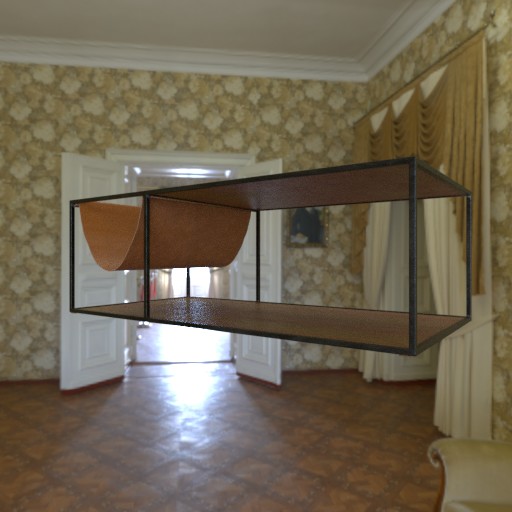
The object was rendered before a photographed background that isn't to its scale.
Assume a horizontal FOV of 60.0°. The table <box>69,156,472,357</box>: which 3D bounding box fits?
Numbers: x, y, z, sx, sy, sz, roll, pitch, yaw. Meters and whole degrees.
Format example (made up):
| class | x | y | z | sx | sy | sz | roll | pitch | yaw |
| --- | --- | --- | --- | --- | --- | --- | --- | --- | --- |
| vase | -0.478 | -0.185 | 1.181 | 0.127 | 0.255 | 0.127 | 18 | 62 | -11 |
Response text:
| class | x | y | z | sx | sy | sz | roll | pitch | yaw |
| --- | --- | --- | --- | --- | --- | --- | --- | --- | --- |
| table | 0.000 | 0.000 | 1.466 | 1.199 | 0.403 | 0.597 | 0 | 0 | 36 |
